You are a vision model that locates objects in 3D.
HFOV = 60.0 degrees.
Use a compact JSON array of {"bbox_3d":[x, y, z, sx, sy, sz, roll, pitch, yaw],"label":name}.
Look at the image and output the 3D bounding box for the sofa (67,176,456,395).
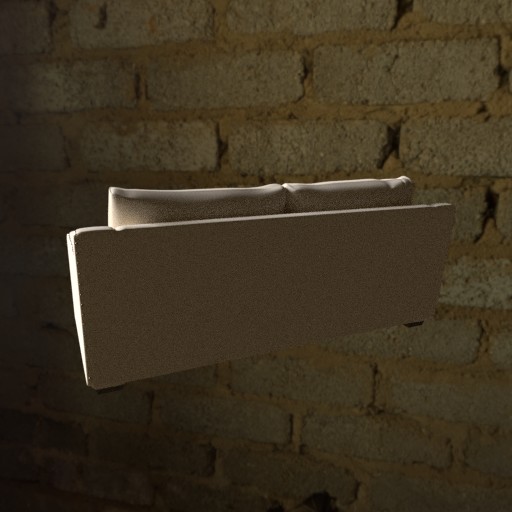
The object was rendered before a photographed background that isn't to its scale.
[{"bbox_3d":[0.000,0.000,2.361,1.812,0.830,0.949,-6,15,-24],"label":"sofa"}]
